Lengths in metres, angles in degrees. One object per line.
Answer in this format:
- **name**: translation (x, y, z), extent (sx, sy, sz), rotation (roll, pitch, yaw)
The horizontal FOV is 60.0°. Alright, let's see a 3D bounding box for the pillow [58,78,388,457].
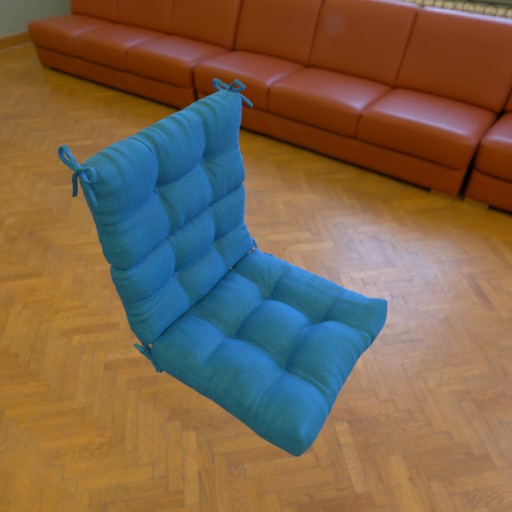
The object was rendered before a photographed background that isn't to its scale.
- **pillow**: translation (0.000, 0.000, 1.027), extent (0.571, 0.605, 0.519), rotation (25, 47, 25)
